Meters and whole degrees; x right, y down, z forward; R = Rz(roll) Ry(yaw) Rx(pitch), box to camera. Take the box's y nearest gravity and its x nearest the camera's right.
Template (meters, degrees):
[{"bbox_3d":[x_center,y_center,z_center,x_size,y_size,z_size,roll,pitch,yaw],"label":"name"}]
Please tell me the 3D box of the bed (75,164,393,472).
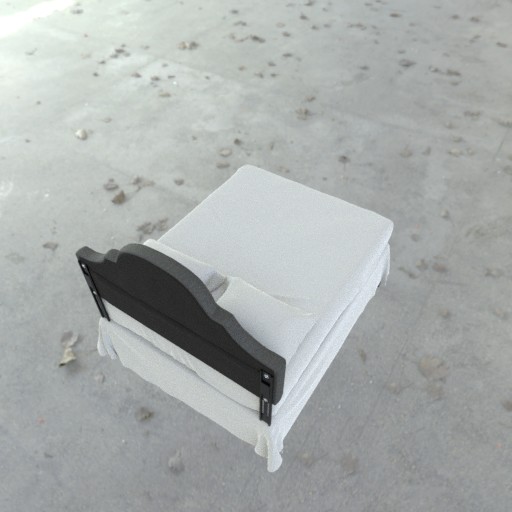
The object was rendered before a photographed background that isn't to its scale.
[{"bbox_3d":[0.000,0.000,3.481,1.780,1.634,2.222,26,52,22],"label":"bed"}]
